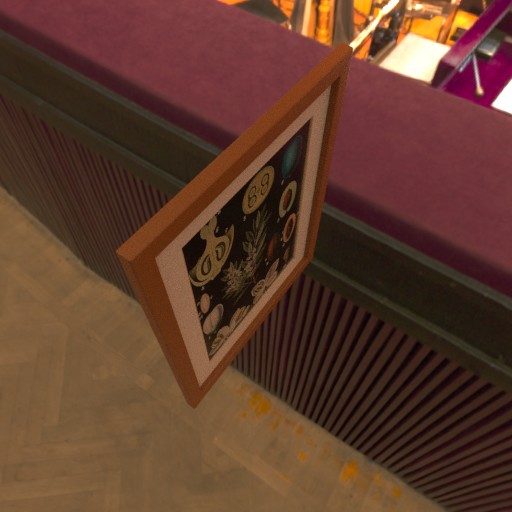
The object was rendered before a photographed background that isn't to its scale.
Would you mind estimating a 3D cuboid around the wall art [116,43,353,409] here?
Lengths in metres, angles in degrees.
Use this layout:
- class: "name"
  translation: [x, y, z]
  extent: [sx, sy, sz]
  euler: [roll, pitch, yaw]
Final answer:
- class: "wall art"
  translation: [0.000, 0.000, 0.527]
  extent: [0.015, 0.379, 0.310]
  euler: [31, 62, 19]
